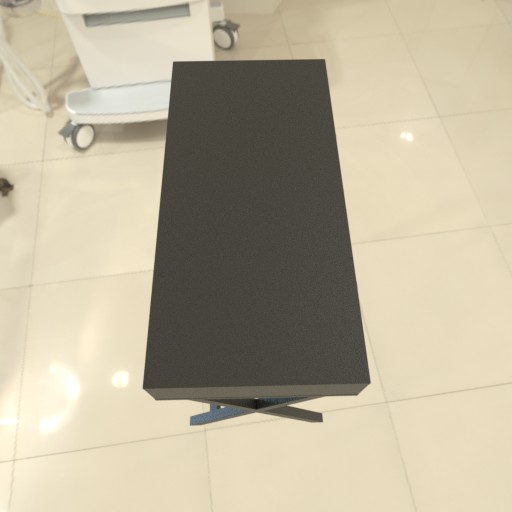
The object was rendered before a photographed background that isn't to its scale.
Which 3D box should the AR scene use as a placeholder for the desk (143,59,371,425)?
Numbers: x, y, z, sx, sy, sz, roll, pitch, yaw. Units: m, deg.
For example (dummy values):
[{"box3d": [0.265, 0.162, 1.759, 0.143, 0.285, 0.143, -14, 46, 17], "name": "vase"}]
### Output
[{"box3d": [0.000, 0.000, 1.569, 0.525, 0.780, 1.057, -1, 62, -1], "name": "desk"}]
